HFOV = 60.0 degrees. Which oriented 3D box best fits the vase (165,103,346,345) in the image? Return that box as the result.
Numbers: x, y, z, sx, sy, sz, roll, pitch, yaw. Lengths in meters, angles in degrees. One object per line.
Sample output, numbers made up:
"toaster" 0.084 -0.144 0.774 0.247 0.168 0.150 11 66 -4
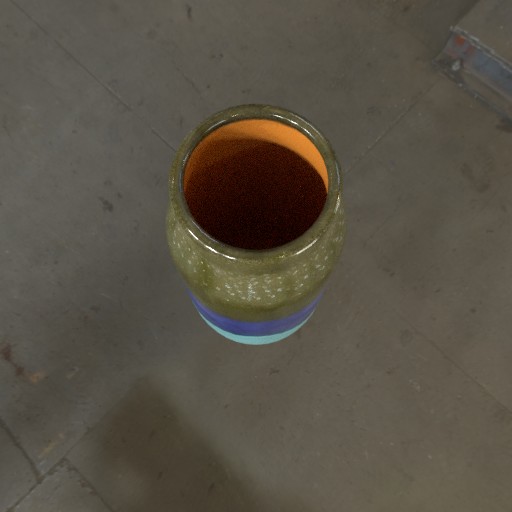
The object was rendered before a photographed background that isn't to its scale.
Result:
"vase" 0.000 0.000 0.384 0.139 0.313 0.139 0 75 0
